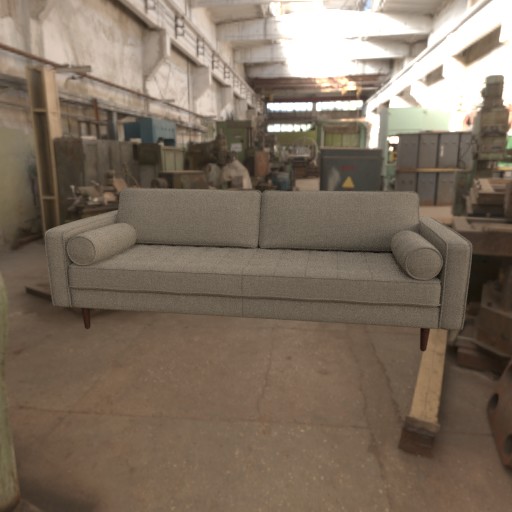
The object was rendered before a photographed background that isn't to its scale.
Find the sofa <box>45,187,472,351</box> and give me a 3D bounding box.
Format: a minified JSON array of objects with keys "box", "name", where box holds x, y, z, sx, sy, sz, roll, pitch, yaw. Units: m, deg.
[{"box":[0.000,0.000,2.683,2.211,0.762,0.914,2,13,9],"name":"sofa"}]
